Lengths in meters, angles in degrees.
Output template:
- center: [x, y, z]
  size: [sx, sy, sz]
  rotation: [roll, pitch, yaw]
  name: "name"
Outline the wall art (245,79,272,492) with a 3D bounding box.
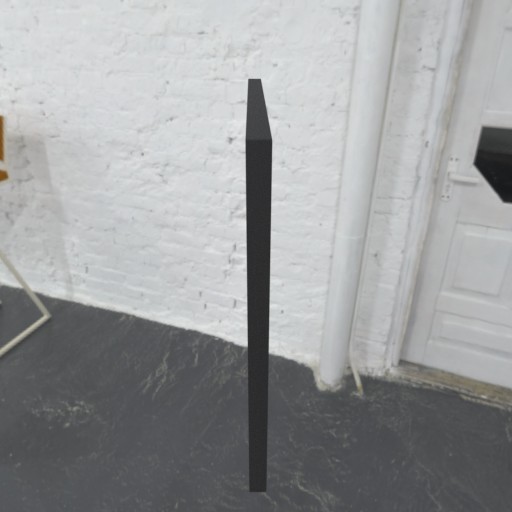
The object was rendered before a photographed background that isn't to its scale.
- center: [0.000, 0.000, 1.126]
  size: [0.037, 0.763, 0.763]
  rotation: [0, 28, -1]
  name: "wall art"
